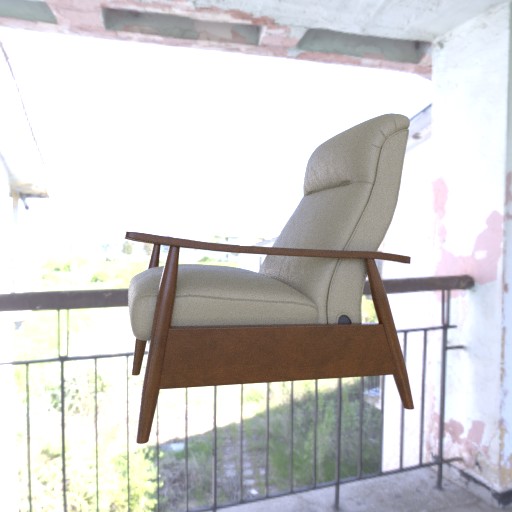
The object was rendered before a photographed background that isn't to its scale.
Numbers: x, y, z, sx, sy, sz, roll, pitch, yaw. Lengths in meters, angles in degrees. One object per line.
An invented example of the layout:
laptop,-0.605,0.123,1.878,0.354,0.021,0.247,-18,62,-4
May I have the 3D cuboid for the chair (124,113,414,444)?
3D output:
chair,0.000,0.000,1.782,1.014,1.082,0.762,-1,2,-17
